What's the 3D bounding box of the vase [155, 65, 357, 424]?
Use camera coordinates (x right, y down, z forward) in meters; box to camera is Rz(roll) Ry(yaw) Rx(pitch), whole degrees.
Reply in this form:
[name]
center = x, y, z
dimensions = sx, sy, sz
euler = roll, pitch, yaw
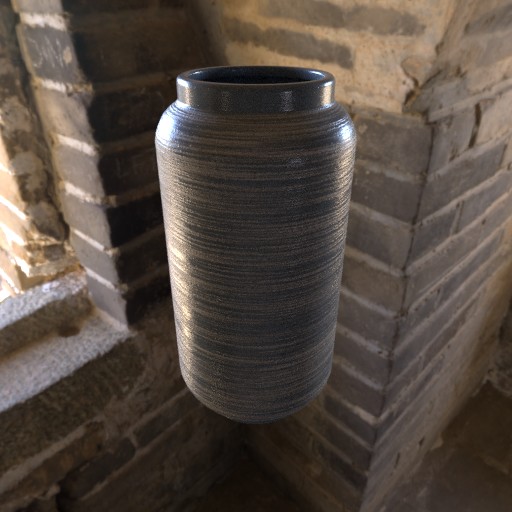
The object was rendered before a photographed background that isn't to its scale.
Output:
[vase]
center = 0.000, 0.000, 0.300
dimensions = 0.116, 0.230, 0.116
euler = 0, 29, 0
